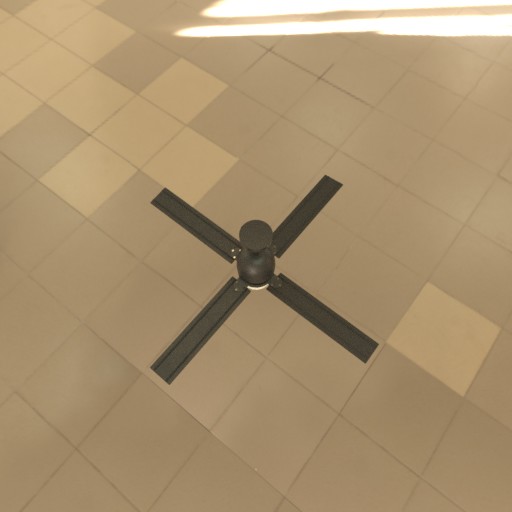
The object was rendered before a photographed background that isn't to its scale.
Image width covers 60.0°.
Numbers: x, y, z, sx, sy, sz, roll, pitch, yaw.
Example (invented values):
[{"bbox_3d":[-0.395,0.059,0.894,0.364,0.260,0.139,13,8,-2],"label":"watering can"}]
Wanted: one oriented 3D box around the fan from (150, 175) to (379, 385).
[{"bbox_3d":[0.000,0.000,2.009,1.319,0.410,1.319,35,69,15],"label":"fan"}]
